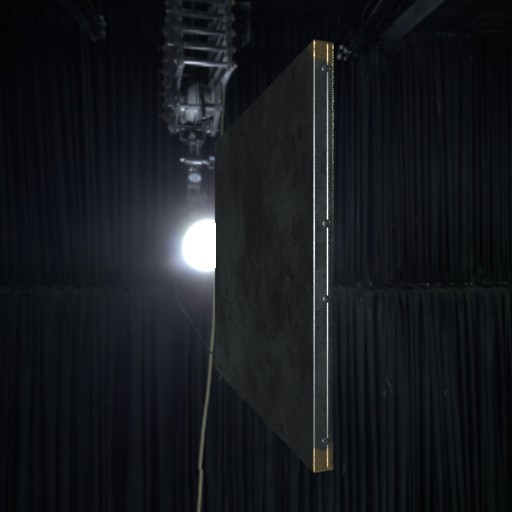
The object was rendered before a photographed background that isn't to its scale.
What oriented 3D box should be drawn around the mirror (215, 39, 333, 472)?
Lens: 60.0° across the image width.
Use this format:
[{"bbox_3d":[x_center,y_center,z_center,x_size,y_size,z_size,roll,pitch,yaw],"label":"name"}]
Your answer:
[{"bbox_3d":[0.000,0.000,0.573,0.020,0.381,0.382,0,0,-18],"label":"mirror"}]
